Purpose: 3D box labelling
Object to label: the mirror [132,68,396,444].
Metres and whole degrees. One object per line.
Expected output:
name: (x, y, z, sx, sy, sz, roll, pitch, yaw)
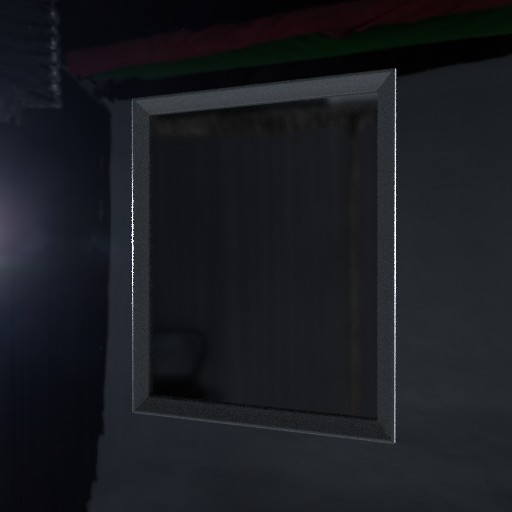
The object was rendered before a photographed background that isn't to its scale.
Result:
mirror: (0.000, 0.000, 0.677, 0.406, 0.509, 0.041, 0, 0, 17)
